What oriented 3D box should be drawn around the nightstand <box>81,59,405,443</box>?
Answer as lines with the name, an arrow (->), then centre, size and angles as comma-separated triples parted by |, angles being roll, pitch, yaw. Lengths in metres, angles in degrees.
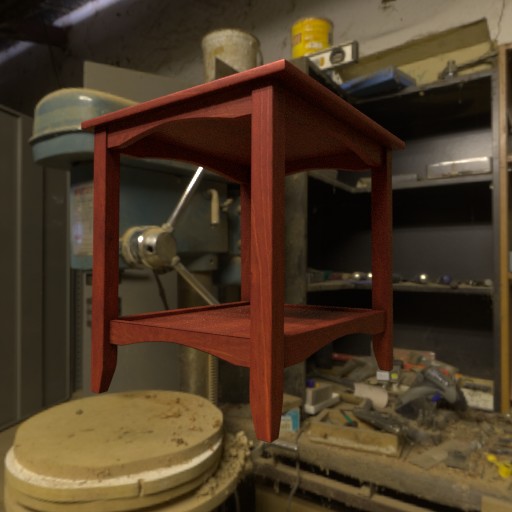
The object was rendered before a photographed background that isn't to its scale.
nightstand -> 0.000, 0.000, 1.003 | 0.501, 0.558, 0.558 | 0, -1, 36
